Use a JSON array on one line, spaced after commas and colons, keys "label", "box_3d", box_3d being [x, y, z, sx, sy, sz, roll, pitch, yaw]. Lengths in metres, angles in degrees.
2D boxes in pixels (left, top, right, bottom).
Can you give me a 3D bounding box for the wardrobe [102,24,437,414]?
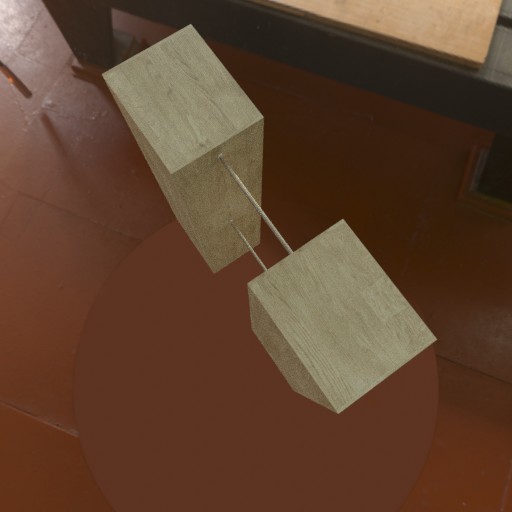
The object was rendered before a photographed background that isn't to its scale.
[{"label": "wardrobe", "box_3d": [0.000, 0.000, 2.829, 0.480, 2.000, 1.770, -34, 78, -8]}]
